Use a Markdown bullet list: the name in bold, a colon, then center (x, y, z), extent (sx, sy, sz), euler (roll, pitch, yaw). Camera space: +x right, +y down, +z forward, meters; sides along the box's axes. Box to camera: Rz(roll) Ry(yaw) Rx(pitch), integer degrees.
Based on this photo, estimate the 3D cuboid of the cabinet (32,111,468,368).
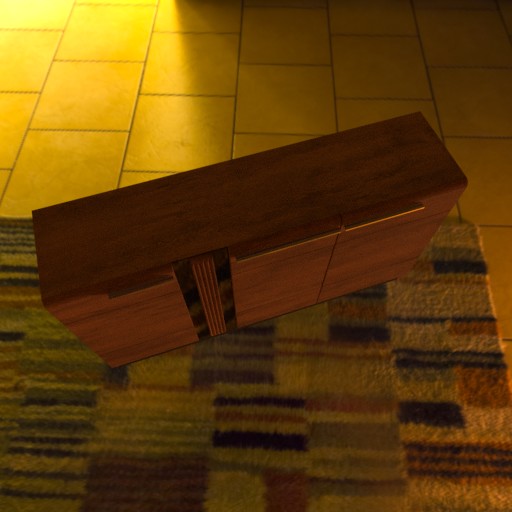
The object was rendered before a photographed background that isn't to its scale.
- **cabinet**: center (0.000, 0.000, 2.051), extent (1.600, 0.900, 0.420), euler (-16, 63, -9)
